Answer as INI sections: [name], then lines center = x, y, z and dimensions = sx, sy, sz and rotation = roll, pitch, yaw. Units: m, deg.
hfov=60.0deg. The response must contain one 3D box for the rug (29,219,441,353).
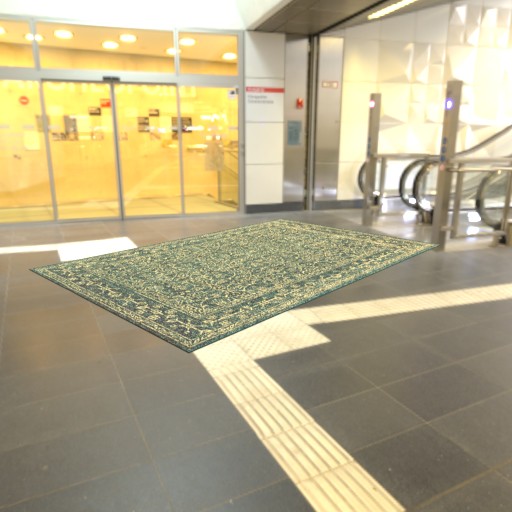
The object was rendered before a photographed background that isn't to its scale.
[rug]
center = 0.000, 0.000, 2.309
dimensions = 1.200, 0.005, 1.819
rotation = 14, 20, 42
